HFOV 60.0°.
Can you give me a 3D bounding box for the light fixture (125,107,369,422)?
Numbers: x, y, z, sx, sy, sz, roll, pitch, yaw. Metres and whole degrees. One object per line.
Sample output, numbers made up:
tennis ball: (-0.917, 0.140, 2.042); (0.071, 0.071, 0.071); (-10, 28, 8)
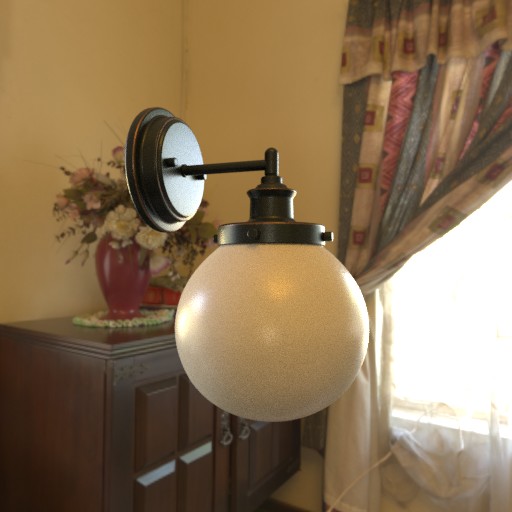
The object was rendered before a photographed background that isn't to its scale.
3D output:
light fixture: (0.000, 0.000, 0.468); (0.230, 0.332, 0.197); (0, -1, 18)
